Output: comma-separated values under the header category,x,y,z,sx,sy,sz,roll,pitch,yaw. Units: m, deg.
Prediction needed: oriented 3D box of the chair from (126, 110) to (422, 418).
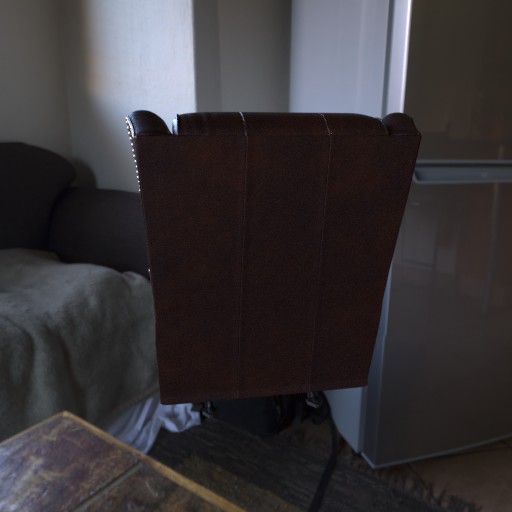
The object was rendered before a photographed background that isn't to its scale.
category,x,y,z,sx,sy,sz,roll,pitch,yaw
chair,0.000,0.000,1.805,0.869,1.084,1.008,-2,15,-9
